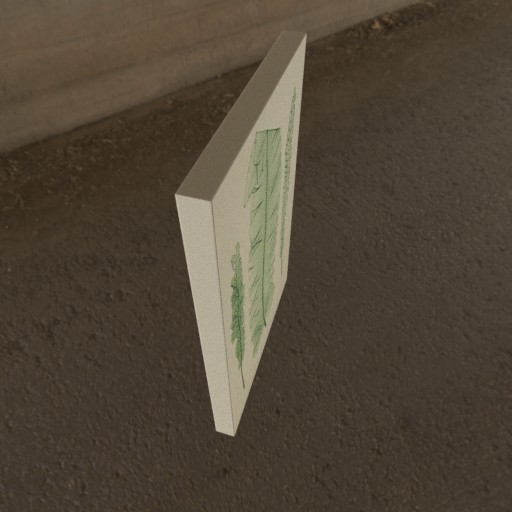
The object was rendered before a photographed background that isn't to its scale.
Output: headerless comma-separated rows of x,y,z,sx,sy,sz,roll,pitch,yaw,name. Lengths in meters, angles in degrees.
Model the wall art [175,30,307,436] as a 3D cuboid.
0.000,0.000,0.788,0.038,0.608,0.418,13,49,11,wall art
